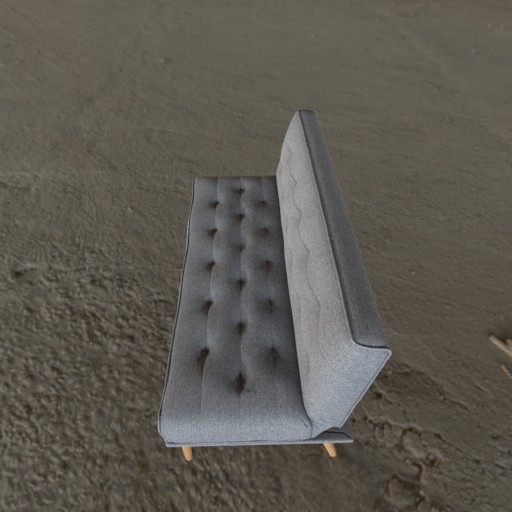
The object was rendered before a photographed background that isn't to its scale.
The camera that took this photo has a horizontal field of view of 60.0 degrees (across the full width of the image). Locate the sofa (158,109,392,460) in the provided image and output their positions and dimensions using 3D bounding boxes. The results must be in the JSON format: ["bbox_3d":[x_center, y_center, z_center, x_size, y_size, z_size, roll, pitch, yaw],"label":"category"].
[{"bbox_3d":[0.000,0.000,2.306,0.810,0.830,1.820,-1,41,-1],"label":"sofa"}]
